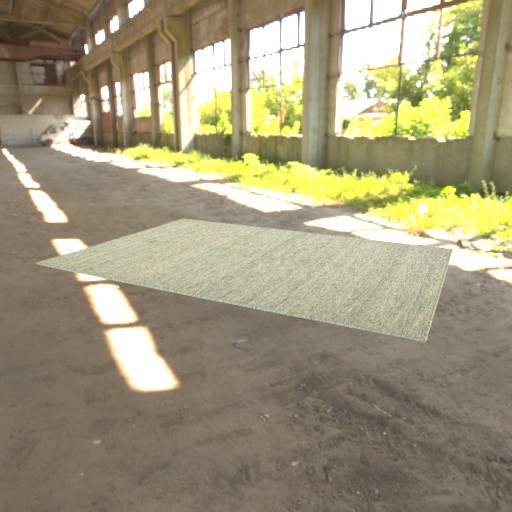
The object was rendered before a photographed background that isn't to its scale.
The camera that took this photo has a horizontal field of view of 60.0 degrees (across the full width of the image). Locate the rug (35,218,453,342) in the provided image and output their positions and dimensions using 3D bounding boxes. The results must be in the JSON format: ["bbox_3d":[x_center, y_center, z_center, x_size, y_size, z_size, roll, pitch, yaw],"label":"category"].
[{"bbox_3d":[0.000,0.000,2.354,1.850,0.015,1.250,8,18,26],"label":"rug"}]
